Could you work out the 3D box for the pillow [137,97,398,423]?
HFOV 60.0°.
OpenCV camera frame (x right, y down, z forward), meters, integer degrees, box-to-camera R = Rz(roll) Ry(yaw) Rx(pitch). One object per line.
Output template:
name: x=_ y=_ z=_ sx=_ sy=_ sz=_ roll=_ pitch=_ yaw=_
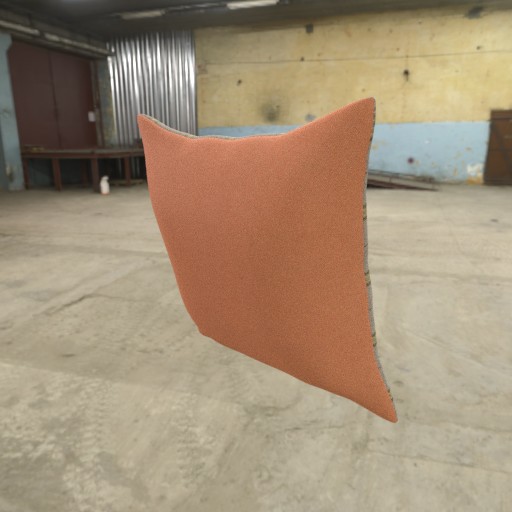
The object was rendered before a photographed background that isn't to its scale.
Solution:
pillow: x=0.000 y=0.000 z=0.681 sx=0.200 sy=0.430 sz=0.453 roll=-14 pitch=20 yaw=-42
